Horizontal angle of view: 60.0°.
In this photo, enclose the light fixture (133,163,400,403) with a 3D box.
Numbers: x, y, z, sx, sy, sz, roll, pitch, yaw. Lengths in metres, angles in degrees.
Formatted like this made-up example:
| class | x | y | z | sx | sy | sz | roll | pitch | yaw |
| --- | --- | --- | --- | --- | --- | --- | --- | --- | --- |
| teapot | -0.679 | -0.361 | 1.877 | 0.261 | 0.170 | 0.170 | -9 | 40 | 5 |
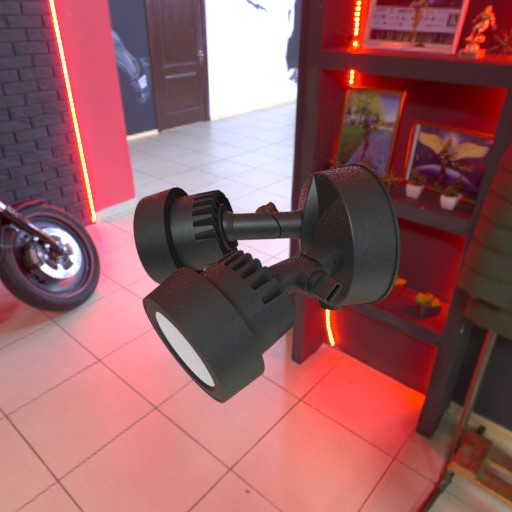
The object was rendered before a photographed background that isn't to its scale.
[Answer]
| class | x | y | z | sx | sy | sz | roll | pitch | yaw |
| --- | --- | --- | --- | --- | --- | --- | --- | --- | --- |
| light fixture | 0.000 | 0.000 | 0.326 | 0.168 | 0.120 | 0.213 | -8 | 31 | -14 |
